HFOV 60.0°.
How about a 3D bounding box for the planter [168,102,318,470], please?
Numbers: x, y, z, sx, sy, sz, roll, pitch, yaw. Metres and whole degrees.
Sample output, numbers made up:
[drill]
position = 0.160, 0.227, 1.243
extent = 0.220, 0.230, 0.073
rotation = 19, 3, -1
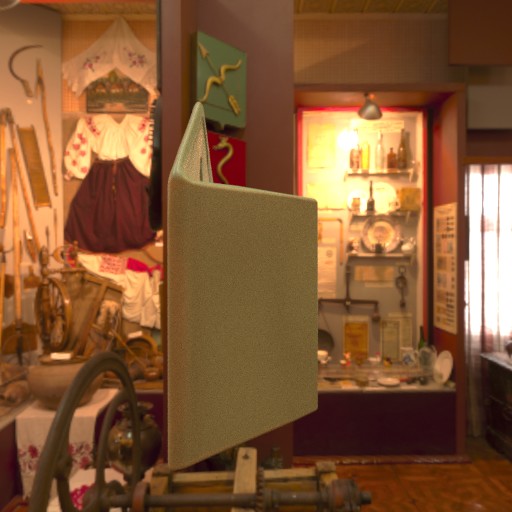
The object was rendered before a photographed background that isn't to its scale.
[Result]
[planter]
position = 0.000, 0.000, 0.285
extent = 0.079, 0.197, 0.164
rotation = 0, 1, 1
